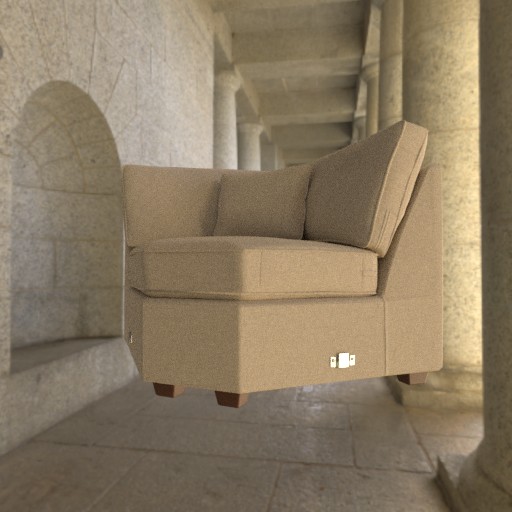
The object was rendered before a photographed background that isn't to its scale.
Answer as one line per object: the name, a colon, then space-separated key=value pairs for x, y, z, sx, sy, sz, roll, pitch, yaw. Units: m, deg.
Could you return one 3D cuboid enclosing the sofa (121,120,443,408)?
sofa: x=0.000 y=0.000 z=1.853 sx=1.050 sy=0.937 sz=1.042 roll=0 pitch=-1 yaw=-19
